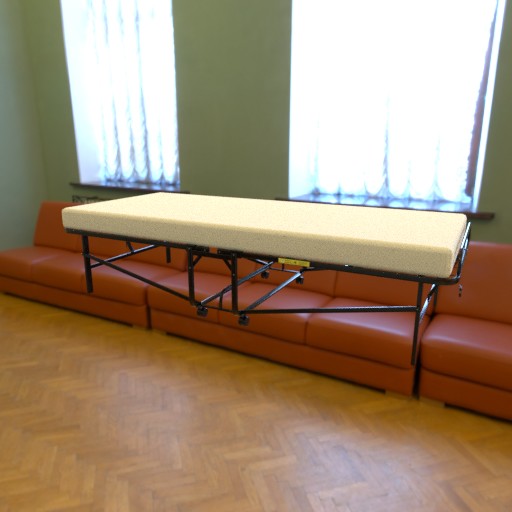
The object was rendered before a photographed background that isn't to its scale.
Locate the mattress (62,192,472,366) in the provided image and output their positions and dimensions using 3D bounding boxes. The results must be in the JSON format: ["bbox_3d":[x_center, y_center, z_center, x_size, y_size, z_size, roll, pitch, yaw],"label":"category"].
[{"bbox_3d":[0.000,0.000,2.524,2.153,0.519,0.922,8,17,27],"label":"mattress"}]
